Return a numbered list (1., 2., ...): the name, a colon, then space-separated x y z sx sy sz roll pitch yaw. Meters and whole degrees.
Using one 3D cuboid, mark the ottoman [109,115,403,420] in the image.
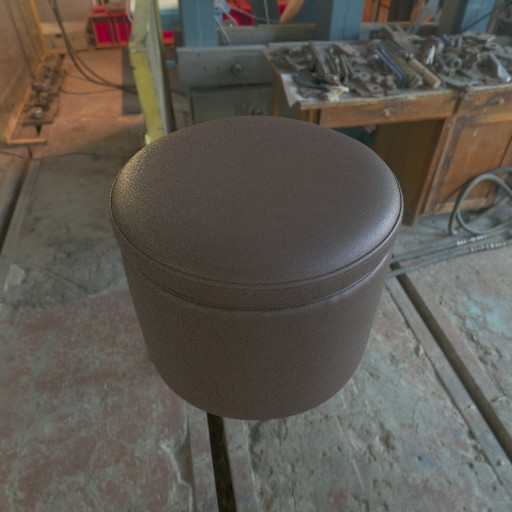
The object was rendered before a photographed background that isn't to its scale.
1. ottoman: 0.000 0.000 0.879 0.500 0.409 0.500 0 43 0
